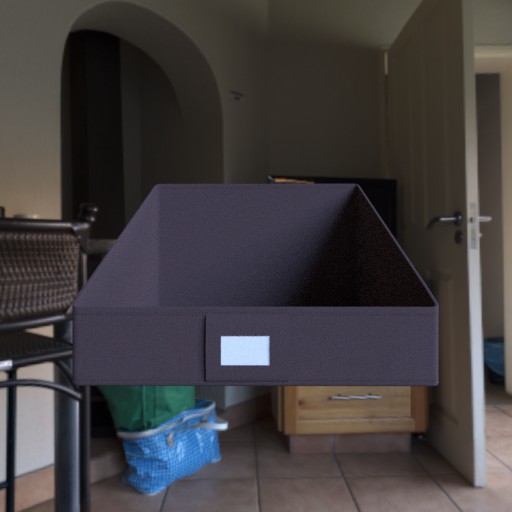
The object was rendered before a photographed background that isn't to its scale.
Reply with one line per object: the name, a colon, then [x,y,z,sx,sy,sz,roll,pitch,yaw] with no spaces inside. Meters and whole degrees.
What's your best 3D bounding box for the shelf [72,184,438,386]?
shelf: [0.000,0.000,0.492,0.292,0.210,0.292,0,0,0]
